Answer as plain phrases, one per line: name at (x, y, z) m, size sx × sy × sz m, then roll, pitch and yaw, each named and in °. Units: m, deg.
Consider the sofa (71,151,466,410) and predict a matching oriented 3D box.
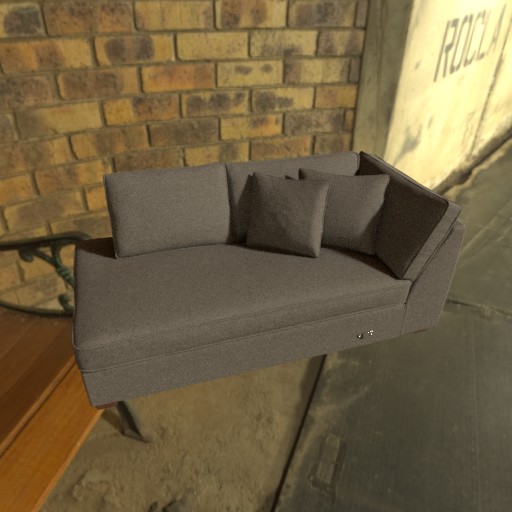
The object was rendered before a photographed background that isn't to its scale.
sofa at (0.000, 0.000, 2.839) m, size 2.237 × 1.033 × 1.110 m, roll -9°, pitch 34°, yaw -14°
